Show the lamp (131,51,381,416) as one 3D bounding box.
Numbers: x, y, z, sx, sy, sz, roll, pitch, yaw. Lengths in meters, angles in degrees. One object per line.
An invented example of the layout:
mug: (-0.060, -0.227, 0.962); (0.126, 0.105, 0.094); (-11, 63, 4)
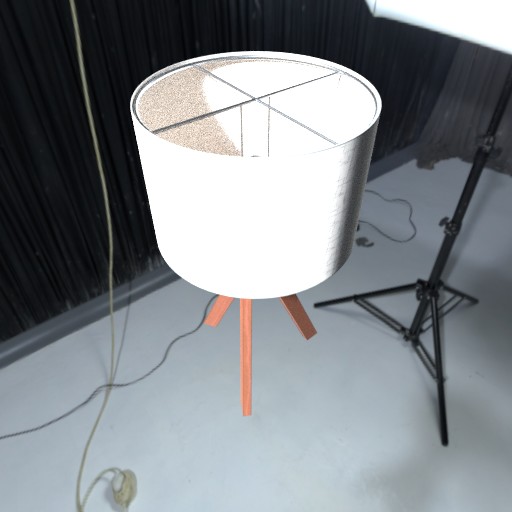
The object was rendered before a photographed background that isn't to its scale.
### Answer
lamp: (0.000, 0.000, 0.919); (0.380, 0.686, 0.380); (-28, 50, -26)
